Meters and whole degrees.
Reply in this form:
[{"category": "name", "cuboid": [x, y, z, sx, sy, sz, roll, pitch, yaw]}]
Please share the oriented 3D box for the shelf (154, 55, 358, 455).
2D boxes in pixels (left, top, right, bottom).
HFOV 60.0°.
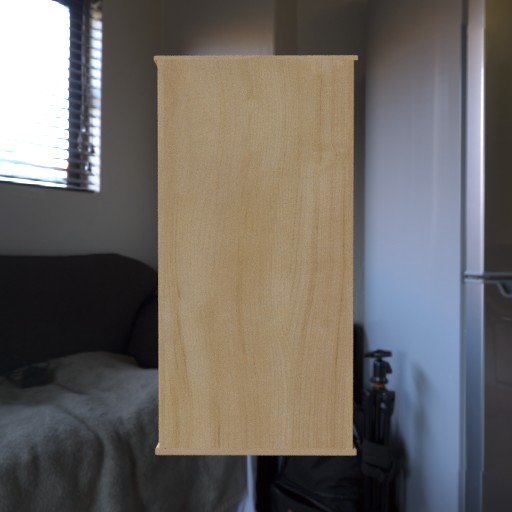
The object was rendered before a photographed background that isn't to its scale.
[{"category": "shelf", "cuboid": [0.000, 0.000, 1.225, 0.520, 1.030, 0.175, 0, 1, 0]}]
